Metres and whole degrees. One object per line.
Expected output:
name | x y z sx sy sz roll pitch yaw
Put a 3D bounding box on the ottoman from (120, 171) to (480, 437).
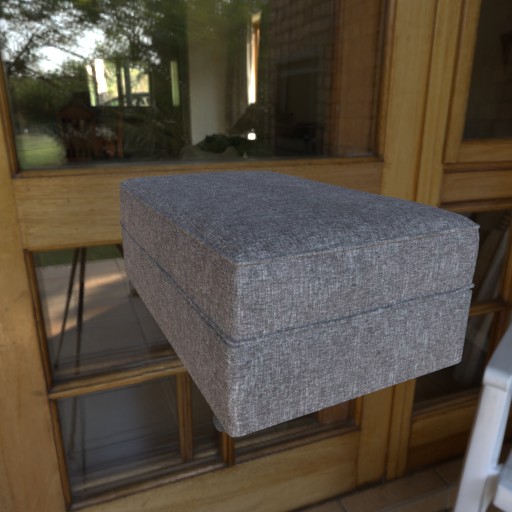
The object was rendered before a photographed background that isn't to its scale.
ottoman | 0.000 0.000 1.509 0.717 0.487 1.184 -9 20 -25
